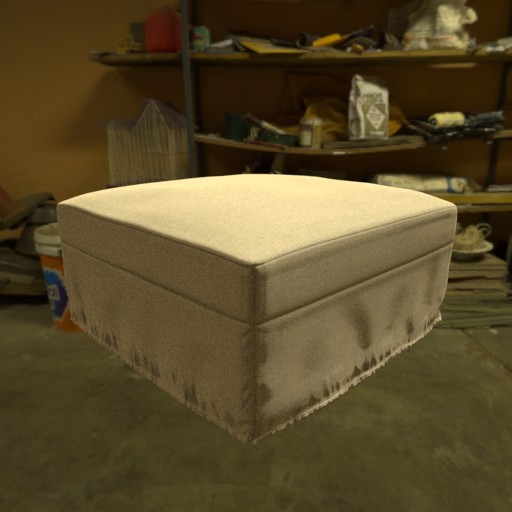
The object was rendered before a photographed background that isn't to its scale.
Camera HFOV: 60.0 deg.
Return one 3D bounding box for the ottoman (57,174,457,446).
[{"bbox_3d":[0.000,0.000,1.306,0.840,0.436,0.843,-15,22,-42],"label":"ottoman"}]
